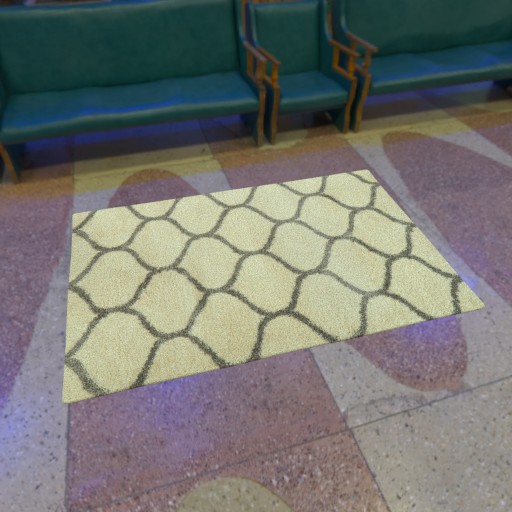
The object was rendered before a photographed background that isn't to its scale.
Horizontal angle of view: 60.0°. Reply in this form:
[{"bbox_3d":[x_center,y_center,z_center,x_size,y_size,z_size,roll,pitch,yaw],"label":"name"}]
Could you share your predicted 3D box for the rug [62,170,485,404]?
[{"bbox_3d":[0.000,0.000,3.341,2.701,0.026,1.801,-10,43,-11],"label":"rug"}]
